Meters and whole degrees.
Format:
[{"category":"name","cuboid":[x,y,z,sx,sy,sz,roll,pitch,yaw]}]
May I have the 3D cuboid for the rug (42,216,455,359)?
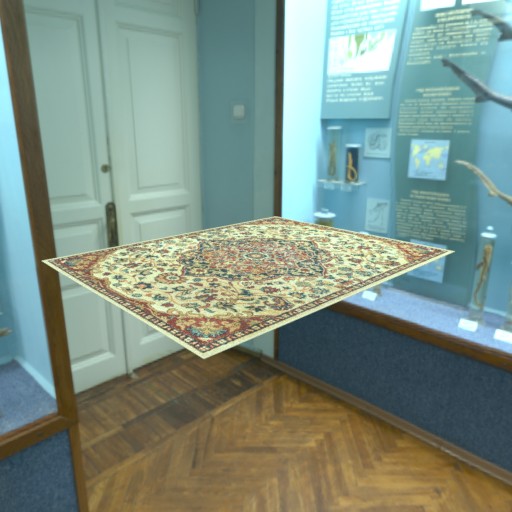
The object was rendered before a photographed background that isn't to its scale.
[{"category":"rug","cuboid":[0.000,0.000,4.194,3.067,0.005,2.454,-15,22,-41]}]
